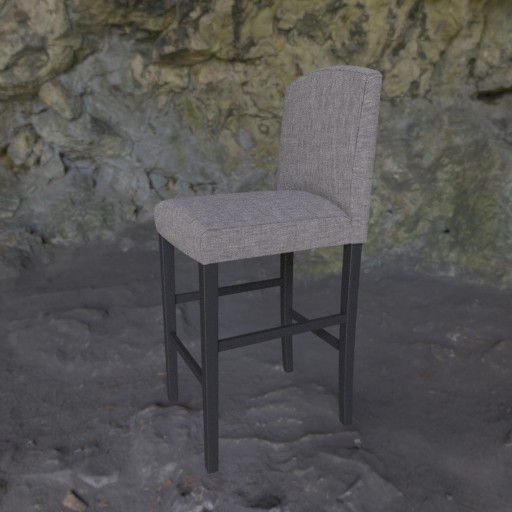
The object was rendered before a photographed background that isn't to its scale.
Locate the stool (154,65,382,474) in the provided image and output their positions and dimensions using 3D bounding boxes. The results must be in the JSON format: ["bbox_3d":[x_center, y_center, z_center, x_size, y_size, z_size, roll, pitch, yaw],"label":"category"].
[{"bbox_3d":[0.000,0.000,1.401,0.552,1.138,0.451,-8,17,-26],"label":"stool"}]
